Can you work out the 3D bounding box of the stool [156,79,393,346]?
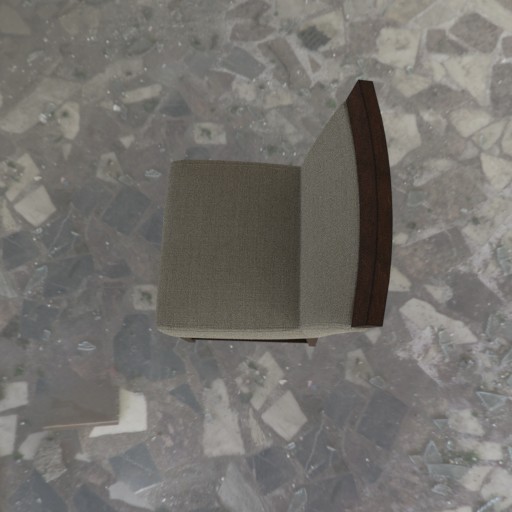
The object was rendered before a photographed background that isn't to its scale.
[{"bbox_3d":[0.000,0.000,1.341,0.531,1.009,0.512,2,75,0],"label":"stool"}]
